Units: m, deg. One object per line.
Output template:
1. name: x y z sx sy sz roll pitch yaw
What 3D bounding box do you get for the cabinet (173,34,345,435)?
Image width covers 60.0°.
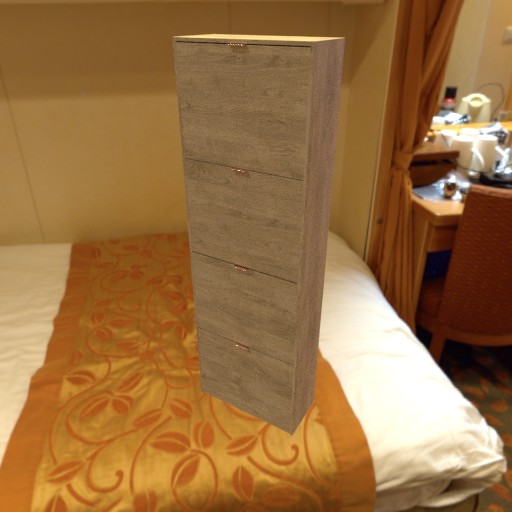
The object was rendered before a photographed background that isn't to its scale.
1. cabinet: 0.000 0.000 1.840 0.520 1.630 0.250 16 33 27
